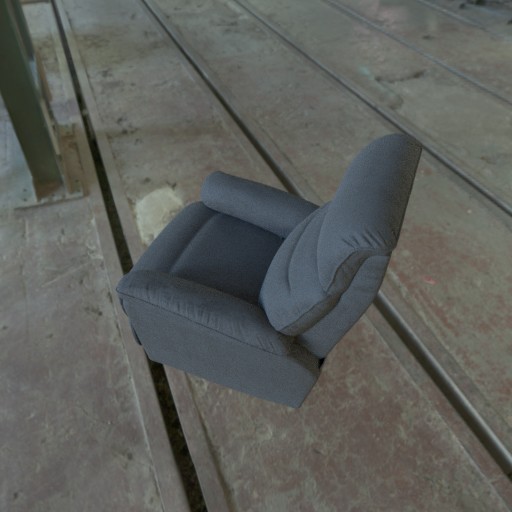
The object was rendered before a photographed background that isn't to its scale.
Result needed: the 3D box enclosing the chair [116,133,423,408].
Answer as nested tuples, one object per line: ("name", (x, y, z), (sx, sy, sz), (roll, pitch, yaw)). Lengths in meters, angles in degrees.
("chair", (0.000, 0.000, 1.784), (1.004, 1.037, 0.820), (16, 47, 16))
